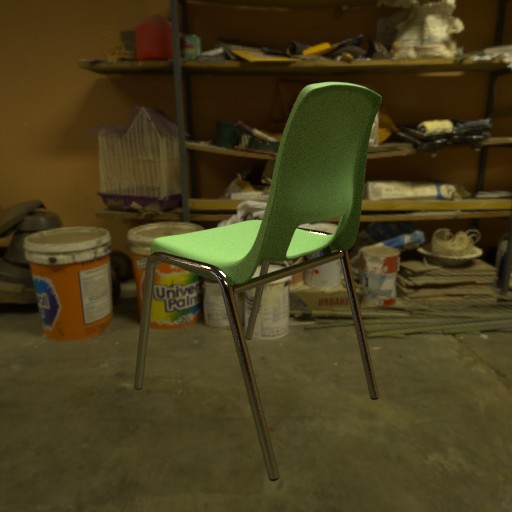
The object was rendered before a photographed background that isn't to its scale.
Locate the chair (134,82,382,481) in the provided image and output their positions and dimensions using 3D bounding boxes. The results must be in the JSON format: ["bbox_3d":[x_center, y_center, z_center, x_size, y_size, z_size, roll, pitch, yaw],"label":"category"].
[{"bbox_3d":[0.000,0.000,0.934,0.436,0.653,0.381,15,21,42],"label":"chair"}]
